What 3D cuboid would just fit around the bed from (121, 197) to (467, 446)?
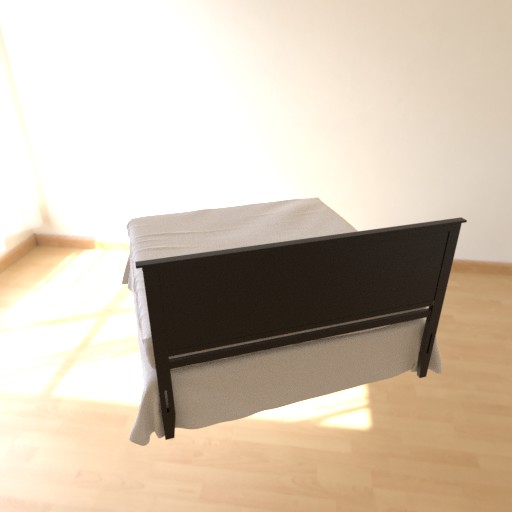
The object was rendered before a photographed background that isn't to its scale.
[{"bbox_3d":[0.000,0.000,3.697,2.315,1.271,2.219,-8,29,-15],"label":"bed"}]
